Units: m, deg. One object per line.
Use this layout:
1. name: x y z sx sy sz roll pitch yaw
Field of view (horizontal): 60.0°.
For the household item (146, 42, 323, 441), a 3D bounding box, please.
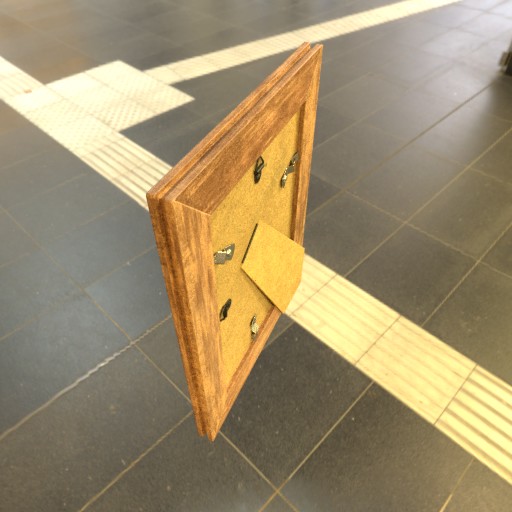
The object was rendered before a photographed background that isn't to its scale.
1. household item: 0.000 0.000 0.323 0.018 0.237 0.186 18 48 17
